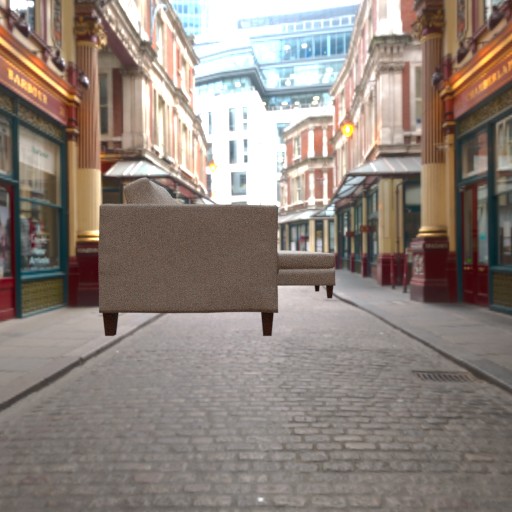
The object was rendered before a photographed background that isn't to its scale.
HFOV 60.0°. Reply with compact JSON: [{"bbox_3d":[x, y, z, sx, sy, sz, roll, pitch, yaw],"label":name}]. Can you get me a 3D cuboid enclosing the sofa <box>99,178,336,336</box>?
[{"bbox_3d":[0.000,0.000,3.856,1.625,0.846,3.186,0,0,0],"label":"sofa"}]
